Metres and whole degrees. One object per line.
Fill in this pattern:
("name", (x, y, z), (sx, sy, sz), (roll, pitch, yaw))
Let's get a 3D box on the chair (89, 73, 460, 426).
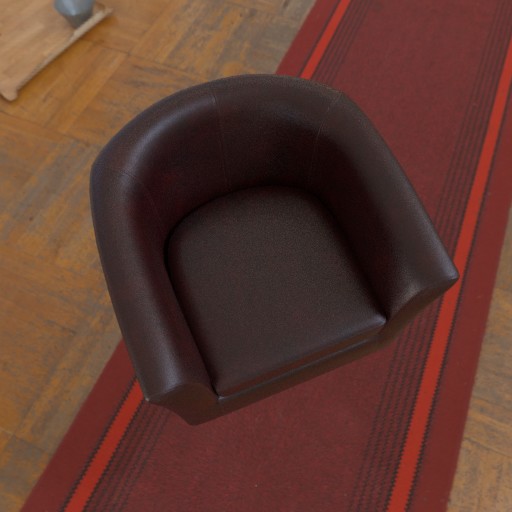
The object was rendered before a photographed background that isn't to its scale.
("chair", (0.000, 0.000, 1.347), (0.792, 0.756, 0.727), (-20, 64, -10))
